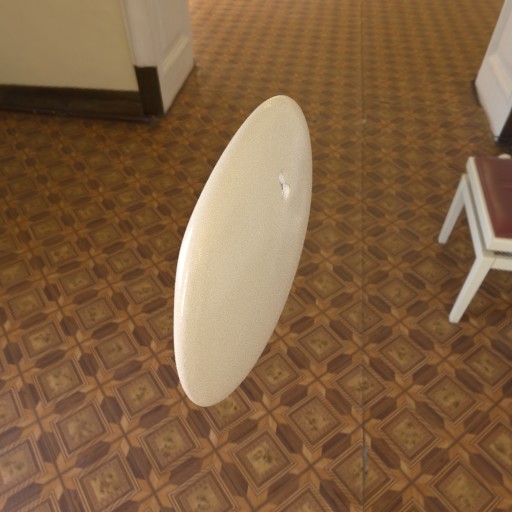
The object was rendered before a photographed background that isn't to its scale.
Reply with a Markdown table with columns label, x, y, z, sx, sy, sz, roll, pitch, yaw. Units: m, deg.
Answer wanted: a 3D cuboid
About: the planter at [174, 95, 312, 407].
| label | x | y | z | sx | sy | sz | roll | pitch | yaw |
| --- | --- | --- | --- | --- | --- | --- | --- | --- | --- |
| planter | 0.000 | 0.000 | 0.275 | 0.043 | 0.188 | 0.185 | 16 | 48 | 15 |
